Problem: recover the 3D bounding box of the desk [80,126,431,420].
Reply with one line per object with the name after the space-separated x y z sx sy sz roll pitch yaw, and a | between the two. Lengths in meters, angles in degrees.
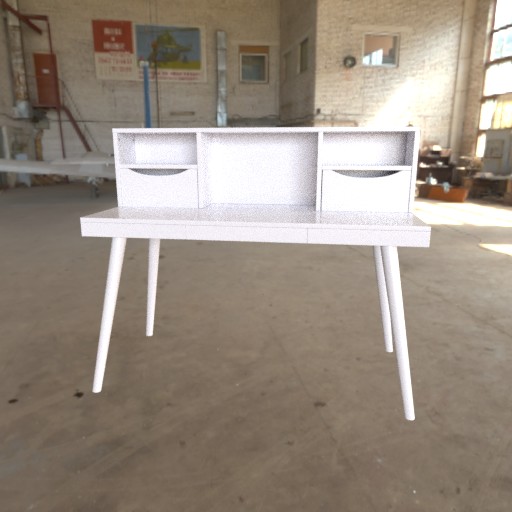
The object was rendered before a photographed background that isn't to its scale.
0.000 0.000 1.767 1.199 0.990 0.559 2 14 9 | desk
